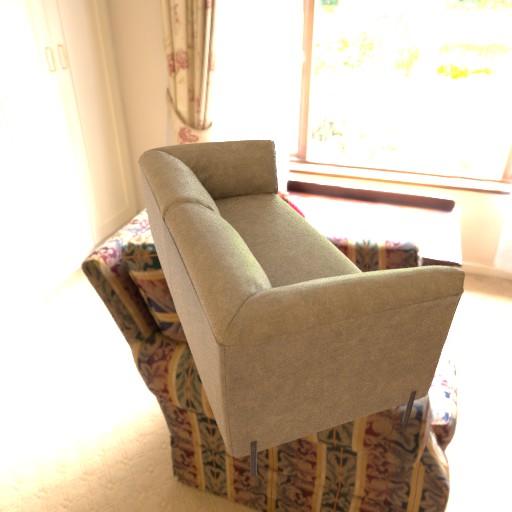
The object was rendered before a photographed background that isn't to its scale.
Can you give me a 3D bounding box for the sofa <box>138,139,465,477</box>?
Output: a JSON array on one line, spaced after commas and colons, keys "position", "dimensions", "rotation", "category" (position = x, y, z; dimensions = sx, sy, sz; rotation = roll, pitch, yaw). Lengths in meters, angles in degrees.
[{"position": [0.000, 0.000, 2.300], "dimensions": [0.905, 0.747, 1.878], "rotation": [-10, 32, -17], "category": "sofa"}]
